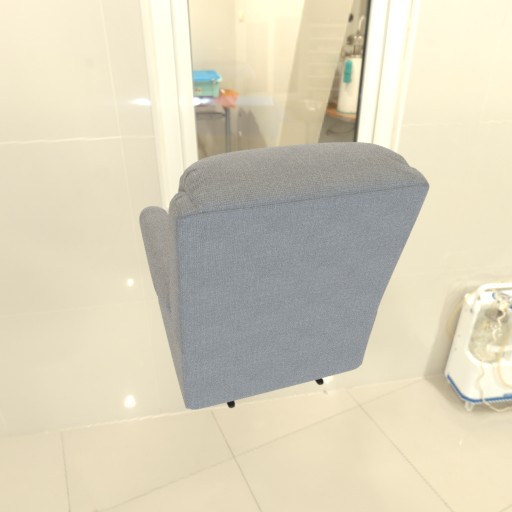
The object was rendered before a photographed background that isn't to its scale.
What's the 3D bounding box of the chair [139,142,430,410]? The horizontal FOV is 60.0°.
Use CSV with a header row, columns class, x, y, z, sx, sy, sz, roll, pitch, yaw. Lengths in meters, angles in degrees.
class,x,y,z,sx,sy,sz,roll,pitch,yaw
chair,0.000,0.000,1.802,0.838,1.054,1.014,-9,30,-16
